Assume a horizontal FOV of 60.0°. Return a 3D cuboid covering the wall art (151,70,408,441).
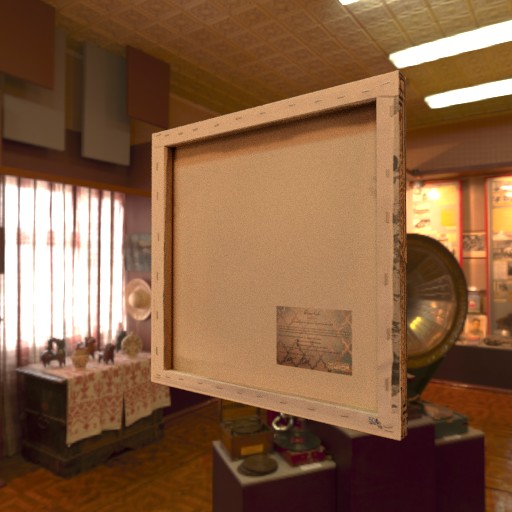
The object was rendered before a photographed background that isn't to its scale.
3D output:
[{"bbox_3d":[0.000,0.000,0.917,0.609,0.607,0.036,-1,-1,36],"label":"wall art"}]
